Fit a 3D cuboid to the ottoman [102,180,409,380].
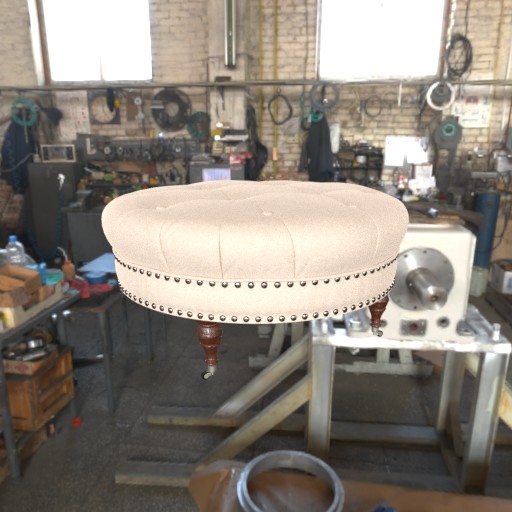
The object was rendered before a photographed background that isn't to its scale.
[{"bbox_3d":[0.000,0.000,1.402,0.901,0.439,0.901,0,15,0],"label":"ottoman"}]
